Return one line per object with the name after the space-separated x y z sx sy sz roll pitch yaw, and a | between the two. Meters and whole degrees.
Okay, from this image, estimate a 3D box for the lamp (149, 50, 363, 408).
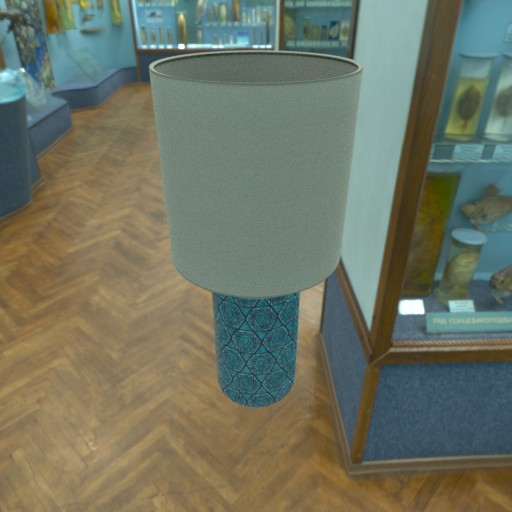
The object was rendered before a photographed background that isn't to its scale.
0.000 0.000 0.742 0.278 0.597 0.278 0 31 0 | lamp
